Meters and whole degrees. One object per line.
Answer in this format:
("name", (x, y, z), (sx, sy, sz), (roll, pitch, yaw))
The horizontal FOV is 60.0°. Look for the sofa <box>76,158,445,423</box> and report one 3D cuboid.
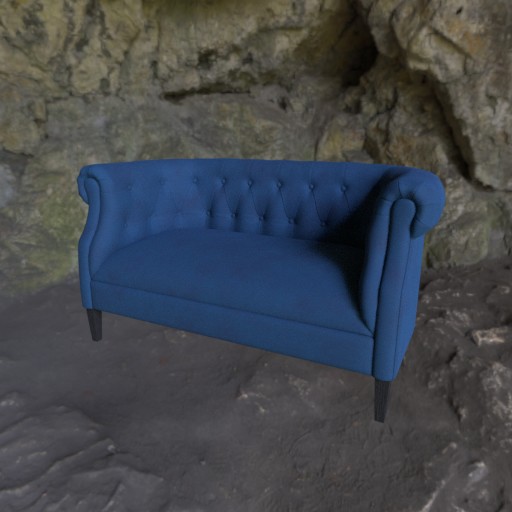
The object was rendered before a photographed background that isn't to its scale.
("sofa", (0.000, 0.000, 2.036), (1.558, 0.827, 0.835), (8, 18, 26))
